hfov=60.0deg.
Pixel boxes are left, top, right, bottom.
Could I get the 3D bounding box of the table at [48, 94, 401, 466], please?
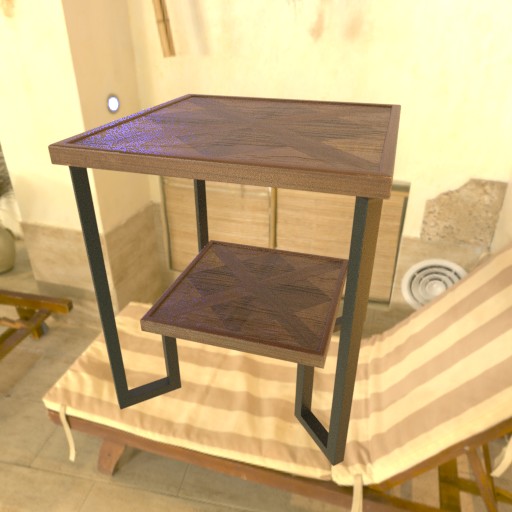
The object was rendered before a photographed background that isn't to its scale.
[{"bbox_3d":[0.000,0.000,0.947,0.503,0.563,0.503,8,30,15],"label":"table"}]
